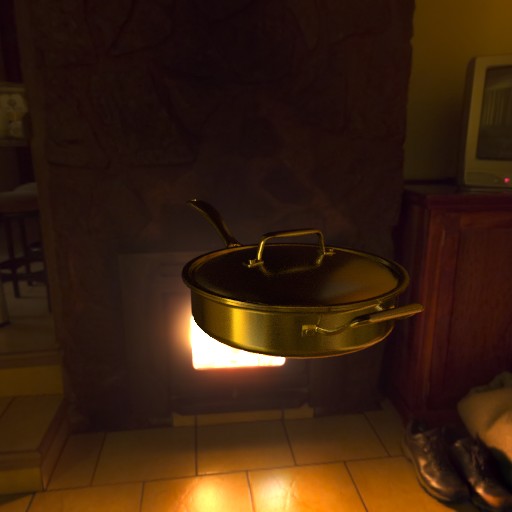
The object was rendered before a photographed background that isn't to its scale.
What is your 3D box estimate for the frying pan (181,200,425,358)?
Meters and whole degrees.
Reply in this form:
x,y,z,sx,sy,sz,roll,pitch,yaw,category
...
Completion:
x,y,z,sx,sy,sz,roll,pitch,yaw,category
0.000,0.000,0.650,0.280,0.114,0.561,-8,16,-27,frying pan
